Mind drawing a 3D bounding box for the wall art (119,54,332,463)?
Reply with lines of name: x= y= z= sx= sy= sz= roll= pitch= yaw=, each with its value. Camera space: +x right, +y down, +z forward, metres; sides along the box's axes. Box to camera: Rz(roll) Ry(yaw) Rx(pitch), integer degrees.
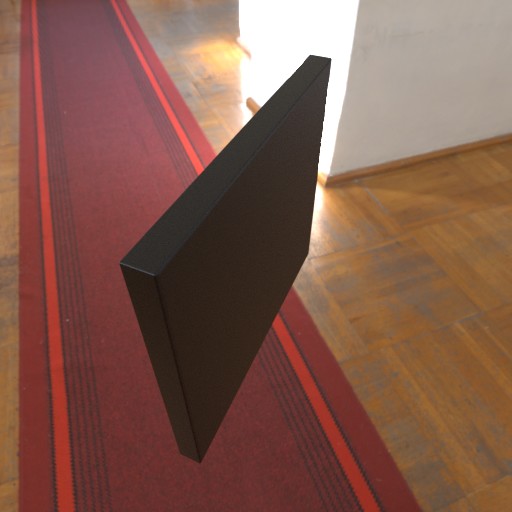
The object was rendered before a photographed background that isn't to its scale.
wall art: x=0.000 y=0.000 z=0.527 sx=0.028 sy=0.330 sz=0.380 roll=18 pitch=48 yaw=17
